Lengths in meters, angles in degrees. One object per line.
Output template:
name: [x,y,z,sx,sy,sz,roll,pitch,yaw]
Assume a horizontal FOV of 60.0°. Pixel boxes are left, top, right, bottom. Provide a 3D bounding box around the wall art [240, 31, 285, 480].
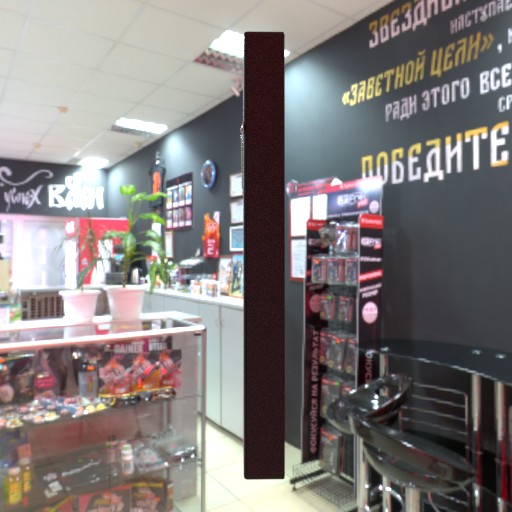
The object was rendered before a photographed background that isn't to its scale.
wall art: [0.000,0.000,0.602,0.041,0.407,0.406,0,0,-2]
